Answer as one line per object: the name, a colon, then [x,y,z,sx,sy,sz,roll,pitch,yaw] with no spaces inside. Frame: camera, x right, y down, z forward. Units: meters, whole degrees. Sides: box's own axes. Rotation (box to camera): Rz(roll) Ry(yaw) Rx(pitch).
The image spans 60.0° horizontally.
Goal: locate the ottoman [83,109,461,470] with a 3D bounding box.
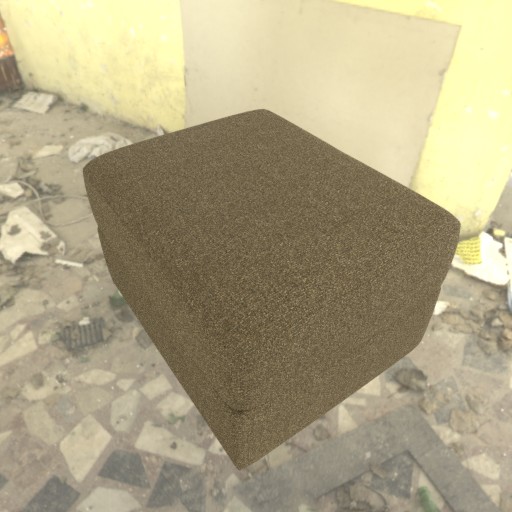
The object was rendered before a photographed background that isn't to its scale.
ottoman: [0.000,0.000,1.130,0.598,0.476,0.742,-25,47,-26]
